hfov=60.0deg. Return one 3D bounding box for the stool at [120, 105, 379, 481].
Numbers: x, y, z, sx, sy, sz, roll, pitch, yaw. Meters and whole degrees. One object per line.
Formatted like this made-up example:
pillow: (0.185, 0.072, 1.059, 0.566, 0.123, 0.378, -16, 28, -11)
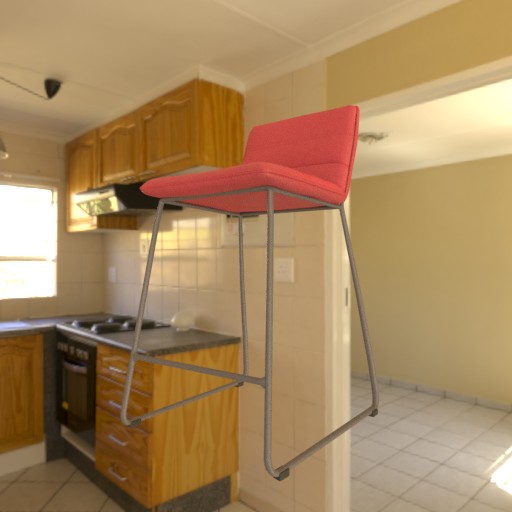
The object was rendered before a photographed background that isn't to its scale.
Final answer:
stool: (0.000, 0.000, 1.175, 0.489, 0.866, 0.524, 0, -1, 36)
